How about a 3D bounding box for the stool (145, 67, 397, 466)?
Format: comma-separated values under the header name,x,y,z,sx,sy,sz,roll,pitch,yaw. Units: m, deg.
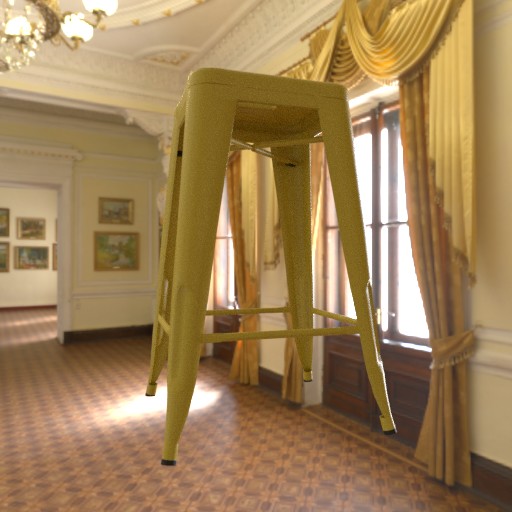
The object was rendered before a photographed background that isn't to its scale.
name,x,y,z,sx,sy,sz,roll,pitch,yaw
stool,0.000,0.000,0.862,0.399,0.609,0.359,0,0,-18
